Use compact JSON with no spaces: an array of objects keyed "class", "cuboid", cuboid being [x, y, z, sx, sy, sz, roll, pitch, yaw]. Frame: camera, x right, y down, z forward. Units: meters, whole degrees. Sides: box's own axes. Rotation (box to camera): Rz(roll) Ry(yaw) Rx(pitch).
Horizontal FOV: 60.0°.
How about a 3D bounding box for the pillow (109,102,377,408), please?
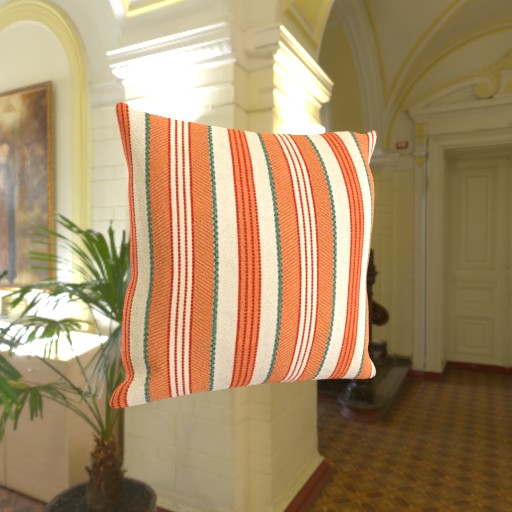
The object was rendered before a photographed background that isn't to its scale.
[{"class":"pillow","cuboid":[0.000,0.000,0.697,0.440,0.441,0.182,0,1,-18]}]
